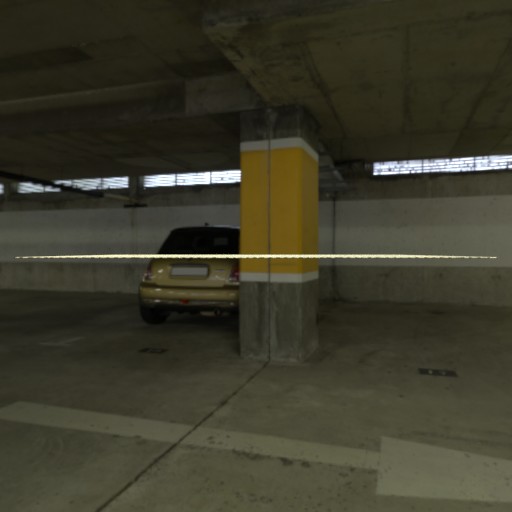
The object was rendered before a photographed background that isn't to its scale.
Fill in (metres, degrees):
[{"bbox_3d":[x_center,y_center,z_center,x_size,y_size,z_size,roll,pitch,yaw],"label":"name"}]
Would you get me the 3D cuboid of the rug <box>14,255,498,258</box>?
[{"bbox_3d":[0.000,0.000,2.179,1.750,0.004,1.177,0,1,0],"label":"rug"}]
